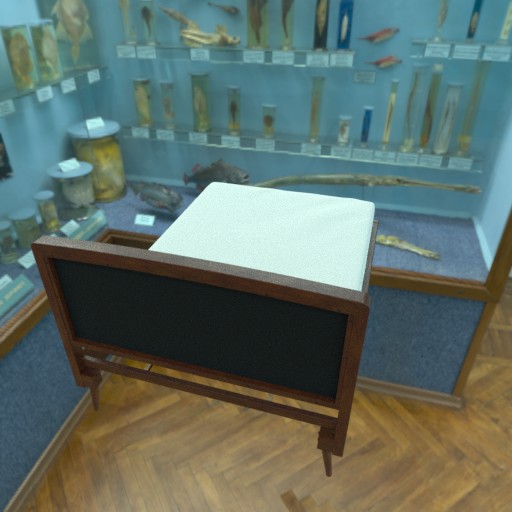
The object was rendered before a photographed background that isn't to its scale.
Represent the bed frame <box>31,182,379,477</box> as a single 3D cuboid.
[{"bbox_3d":[0.000,0.000,3.107,1.587,1.279,2.171,10,35,14],"label":"bed frame"}]
